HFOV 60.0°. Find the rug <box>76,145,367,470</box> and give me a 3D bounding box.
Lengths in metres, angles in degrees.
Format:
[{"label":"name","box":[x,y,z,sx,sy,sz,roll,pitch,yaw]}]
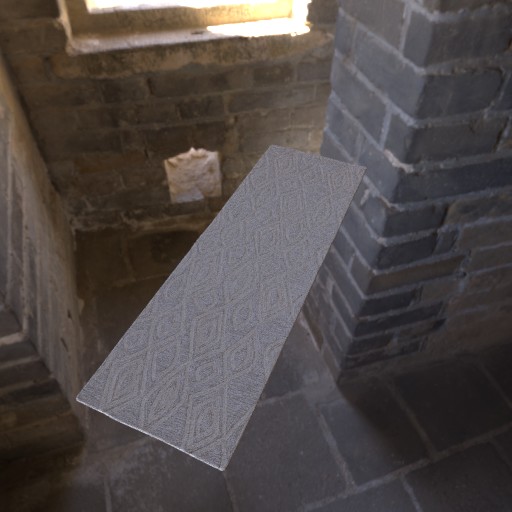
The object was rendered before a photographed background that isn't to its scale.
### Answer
[{"label":"rug","box":[0.000,0.000,2.764,0.807,0.013,2.436,18,49,16]}]
